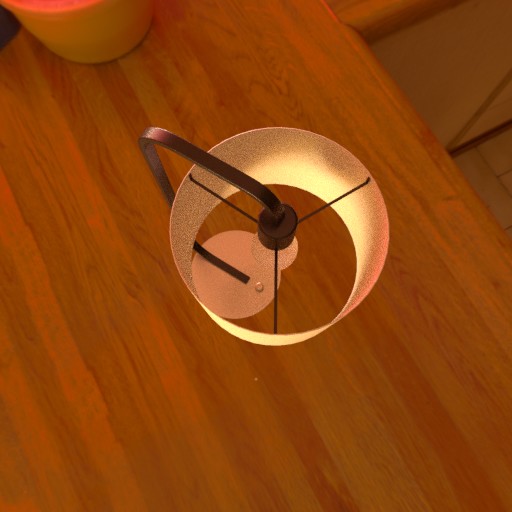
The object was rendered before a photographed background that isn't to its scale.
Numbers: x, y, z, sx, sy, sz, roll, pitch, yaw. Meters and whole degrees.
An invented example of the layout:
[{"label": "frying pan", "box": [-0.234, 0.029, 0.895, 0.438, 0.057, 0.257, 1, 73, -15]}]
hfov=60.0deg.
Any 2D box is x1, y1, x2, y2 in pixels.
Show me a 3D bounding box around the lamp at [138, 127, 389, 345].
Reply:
[{"label": "lamp", "box": [0.000, 0.000, 0.640, 0.288, 0.473, 0.230, 31, 77, 8]}]
